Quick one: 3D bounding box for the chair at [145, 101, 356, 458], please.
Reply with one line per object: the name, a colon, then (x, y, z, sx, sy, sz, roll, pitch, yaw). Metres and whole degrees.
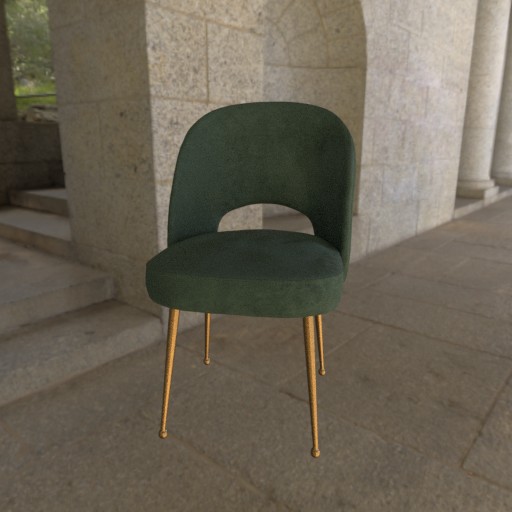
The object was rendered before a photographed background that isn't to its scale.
chair: (0.000, 0.000, 1.238, 0.527, 0.860, 0.577, 3, 15, 10)
